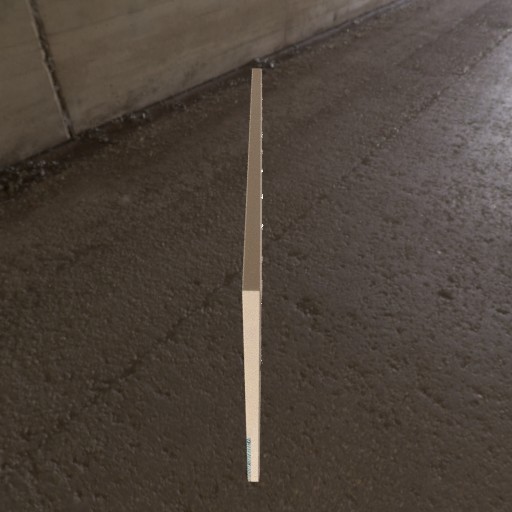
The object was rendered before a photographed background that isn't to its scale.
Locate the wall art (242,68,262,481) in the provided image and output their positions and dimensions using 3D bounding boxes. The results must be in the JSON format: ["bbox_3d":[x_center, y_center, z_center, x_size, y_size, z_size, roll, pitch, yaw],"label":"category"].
[{"bbox_3d":[0.000,0.000,1.614,0.042,0.912,1.219,0,42,0],"label":"wall art"}]
